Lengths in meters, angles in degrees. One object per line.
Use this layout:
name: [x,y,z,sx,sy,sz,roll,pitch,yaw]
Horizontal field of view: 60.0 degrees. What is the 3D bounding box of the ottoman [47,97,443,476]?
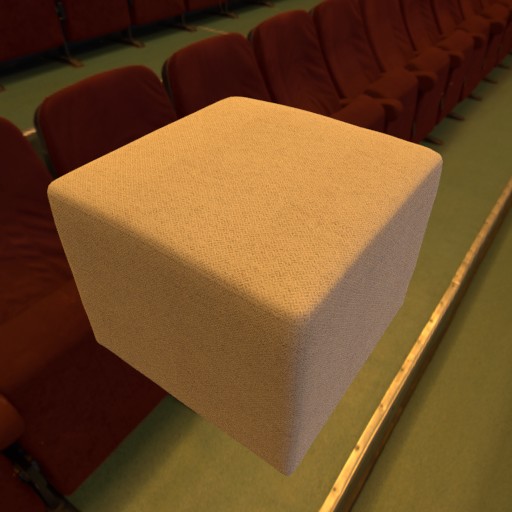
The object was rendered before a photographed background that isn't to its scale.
ottoman: [0.000,0.000,0.889,0.512,0.453,0.521,25,46,27]
